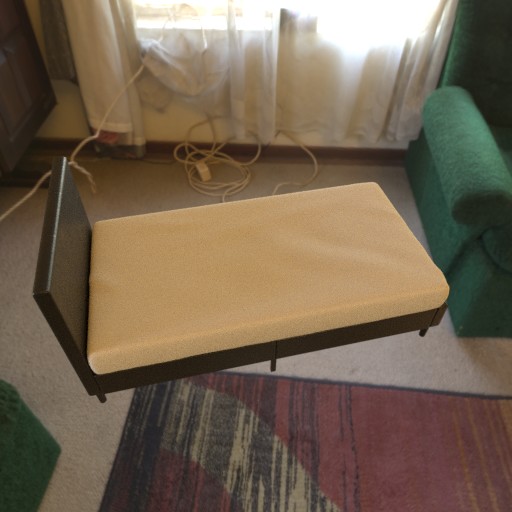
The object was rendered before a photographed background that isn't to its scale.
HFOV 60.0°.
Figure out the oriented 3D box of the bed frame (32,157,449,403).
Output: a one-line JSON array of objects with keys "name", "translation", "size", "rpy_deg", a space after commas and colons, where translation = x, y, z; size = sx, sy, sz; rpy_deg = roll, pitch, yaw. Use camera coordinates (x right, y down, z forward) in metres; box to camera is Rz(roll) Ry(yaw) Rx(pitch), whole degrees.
[{"name": "bed frame", "translation": [0.000, 0.000, 2.528], "size": [2.152, 1.046, 1.038], "rpy_deg": [-9, 46, -9]}]
